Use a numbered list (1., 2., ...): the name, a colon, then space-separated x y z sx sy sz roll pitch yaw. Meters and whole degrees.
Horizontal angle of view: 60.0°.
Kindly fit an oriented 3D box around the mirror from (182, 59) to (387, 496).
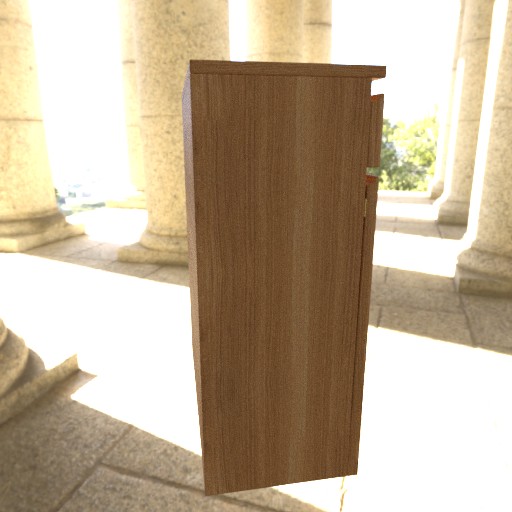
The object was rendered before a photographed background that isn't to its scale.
1. mirror: 0.000 0.000 1.379 0.400 1.000 0.800 -3 15 -10
